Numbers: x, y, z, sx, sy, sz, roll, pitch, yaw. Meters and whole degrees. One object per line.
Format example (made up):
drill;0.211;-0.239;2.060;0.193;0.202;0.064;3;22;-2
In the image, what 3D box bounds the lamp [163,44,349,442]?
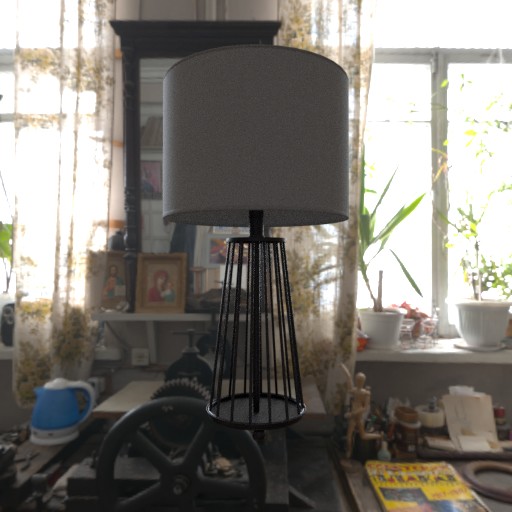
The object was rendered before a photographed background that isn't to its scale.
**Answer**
lamp;0.000;0.000;0.781;0.322;0.593;0.322;1;-1;-38
